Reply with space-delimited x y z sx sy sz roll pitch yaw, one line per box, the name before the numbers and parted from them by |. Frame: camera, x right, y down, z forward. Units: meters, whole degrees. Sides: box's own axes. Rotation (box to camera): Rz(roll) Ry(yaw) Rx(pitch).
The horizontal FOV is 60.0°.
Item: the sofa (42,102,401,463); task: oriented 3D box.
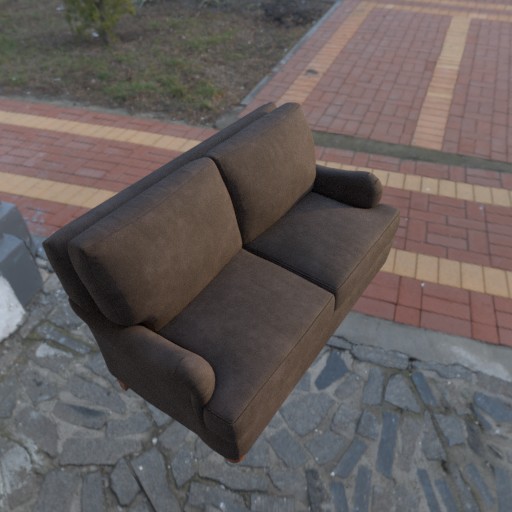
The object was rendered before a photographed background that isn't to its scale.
sofa | 0.000 0.000 2.538 1.084 1.101 1.853 26 49 25
